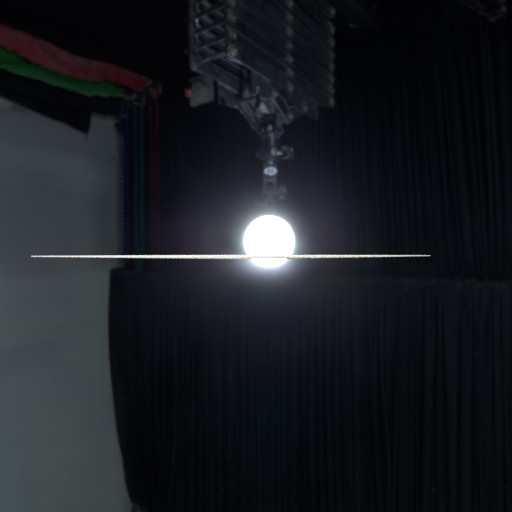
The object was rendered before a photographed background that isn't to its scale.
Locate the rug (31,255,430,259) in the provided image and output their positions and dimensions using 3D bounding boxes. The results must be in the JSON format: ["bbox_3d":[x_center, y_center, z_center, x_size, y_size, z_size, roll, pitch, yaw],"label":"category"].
[{"bbox_3d":[0.000,0.000,4.026,2.313,0.009,2.939,0,0,36],"label":"rug"}]
